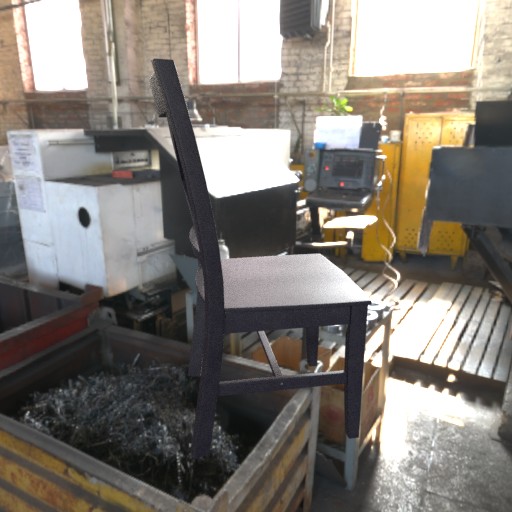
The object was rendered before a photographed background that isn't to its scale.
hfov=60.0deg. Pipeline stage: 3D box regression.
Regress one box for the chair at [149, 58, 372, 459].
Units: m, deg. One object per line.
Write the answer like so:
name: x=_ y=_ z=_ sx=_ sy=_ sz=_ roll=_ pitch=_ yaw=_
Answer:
chair: x=0.000 y=0.000 z=1.288 sx=0.542 sy=0.983 sz=0.485 roll=-3 pitch=17 yaw=-9
